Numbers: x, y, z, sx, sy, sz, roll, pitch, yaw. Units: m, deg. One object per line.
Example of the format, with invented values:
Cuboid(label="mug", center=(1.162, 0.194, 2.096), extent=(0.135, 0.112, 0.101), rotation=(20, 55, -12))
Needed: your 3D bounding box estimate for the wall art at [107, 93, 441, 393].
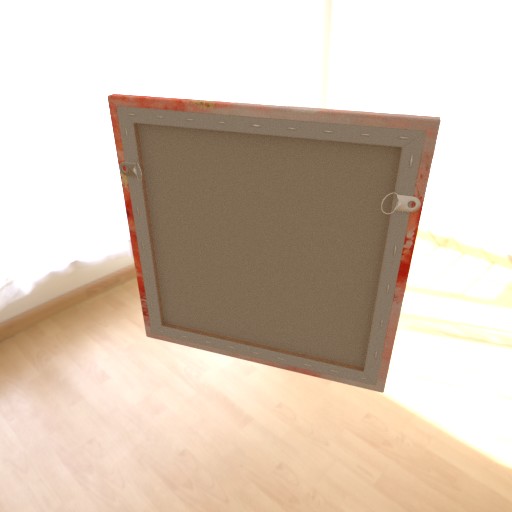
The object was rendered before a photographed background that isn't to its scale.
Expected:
Cuboid(label="wall art", center=(0.000, 0.000, 1.340), extent=(0.878, 0.878, 0.066), rotation=(10, 32, 16))
